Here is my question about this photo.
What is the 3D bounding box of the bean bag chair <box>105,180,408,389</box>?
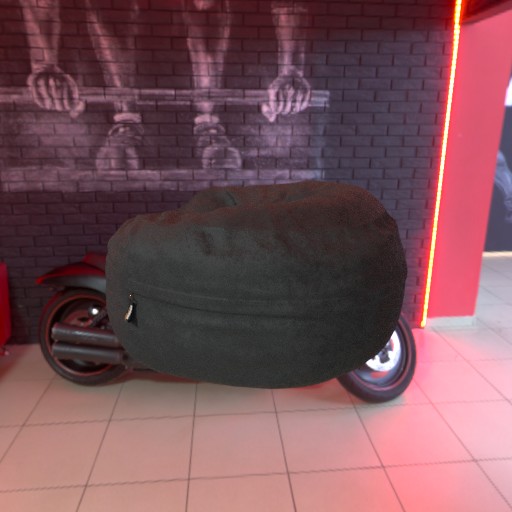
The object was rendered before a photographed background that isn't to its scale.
[{"bbox_3d":[0.000,0.000,2.343,1.525,0.751,1.525,0,16,0],"label":"bean bag chair"}]
